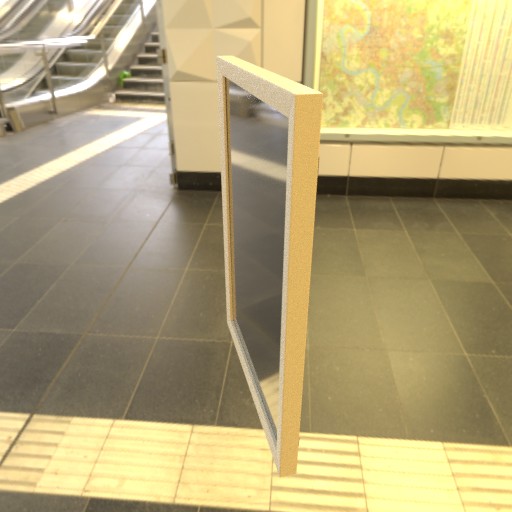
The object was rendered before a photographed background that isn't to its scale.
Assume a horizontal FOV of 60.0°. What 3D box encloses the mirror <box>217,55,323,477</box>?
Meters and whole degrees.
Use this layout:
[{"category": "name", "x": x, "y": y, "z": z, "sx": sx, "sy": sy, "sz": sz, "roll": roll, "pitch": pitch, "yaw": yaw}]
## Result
[{"category": "mirror", "x": 0.000, "y": 0.000, "z": 0.909, "sx": 0.040, "sy": 0.710, "sz": 0.507, "roll": -7, "pitch": 30, "yaw": -13}]
